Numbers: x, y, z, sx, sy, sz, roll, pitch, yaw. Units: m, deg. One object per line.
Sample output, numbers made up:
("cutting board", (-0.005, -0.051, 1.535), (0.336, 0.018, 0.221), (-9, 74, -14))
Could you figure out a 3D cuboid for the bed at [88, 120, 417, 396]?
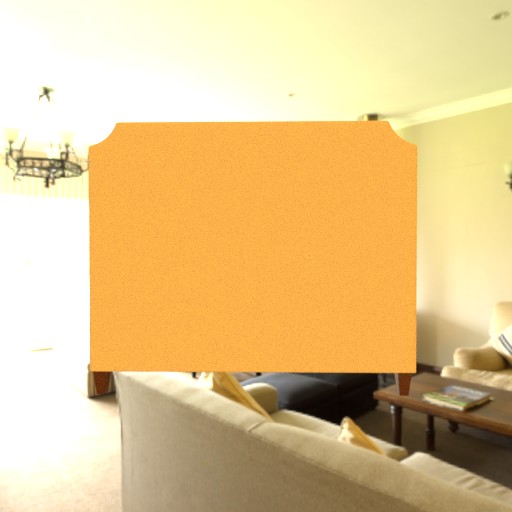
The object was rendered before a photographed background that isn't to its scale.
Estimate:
("bed", (0.000, 0.000, 3.431), (1.703, 1.415, 2.329), (0, 1, 1))
